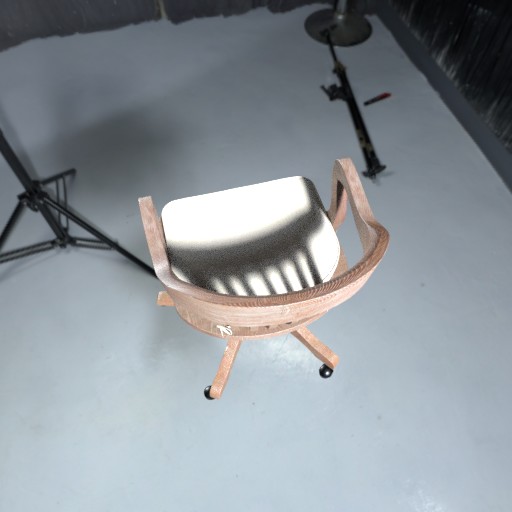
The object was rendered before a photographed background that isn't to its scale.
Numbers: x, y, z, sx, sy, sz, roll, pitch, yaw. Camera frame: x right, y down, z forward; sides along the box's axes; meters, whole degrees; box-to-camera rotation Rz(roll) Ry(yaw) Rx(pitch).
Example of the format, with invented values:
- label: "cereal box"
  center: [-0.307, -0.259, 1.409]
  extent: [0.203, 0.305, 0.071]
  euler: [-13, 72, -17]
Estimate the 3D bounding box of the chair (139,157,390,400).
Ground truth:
- label: "chair"
  center: [0.000, 0.000, 1.433]
  extent: [0.750, 0.878, 0.788]
  euler: [-13, 58, -8]
